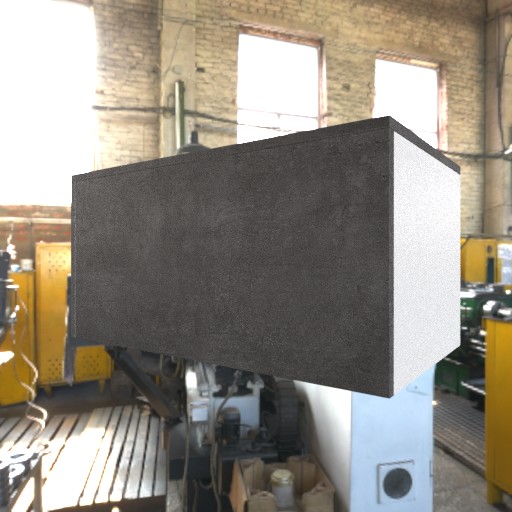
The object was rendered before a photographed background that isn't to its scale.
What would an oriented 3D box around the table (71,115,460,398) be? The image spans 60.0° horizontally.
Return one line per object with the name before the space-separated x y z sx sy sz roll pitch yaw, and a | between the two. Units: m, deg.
table | 0.000 0.000 0.913 0.700 0.350 0.400 0 0 36
